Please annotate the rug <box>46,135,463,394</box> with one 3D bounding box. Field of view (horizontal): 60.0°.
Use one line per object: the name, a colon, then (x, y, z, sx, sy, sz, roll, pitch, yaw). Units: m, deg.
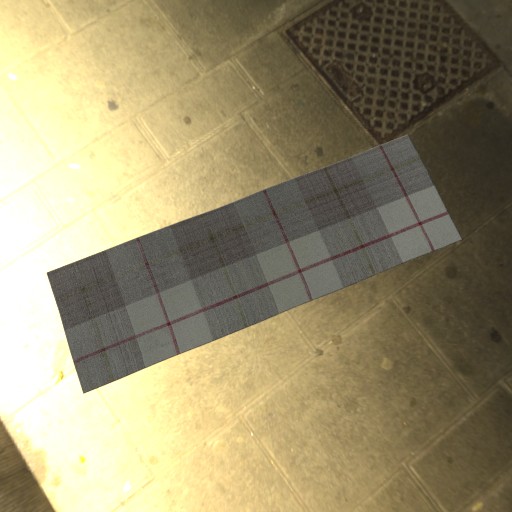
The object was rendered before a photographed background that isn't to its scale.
rug: (0.000, 0.000, 2.709, 2.439, 0.013, 0.762, -21, 78, -5)
